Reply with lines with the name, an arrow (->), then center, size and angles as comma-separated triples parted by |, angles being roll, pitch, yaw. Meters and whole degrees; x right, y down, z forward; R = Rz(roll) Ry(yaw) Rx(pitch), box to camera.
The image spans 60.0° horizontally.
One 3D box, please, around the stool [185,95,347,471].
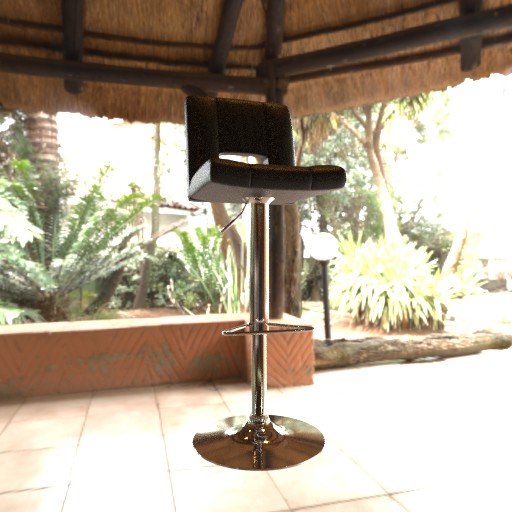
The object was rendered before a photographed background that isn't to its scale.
stool -> 0.000, 0.000, 1.420 | 0.415, 1.151, 0.520 | 0, 0, -16
